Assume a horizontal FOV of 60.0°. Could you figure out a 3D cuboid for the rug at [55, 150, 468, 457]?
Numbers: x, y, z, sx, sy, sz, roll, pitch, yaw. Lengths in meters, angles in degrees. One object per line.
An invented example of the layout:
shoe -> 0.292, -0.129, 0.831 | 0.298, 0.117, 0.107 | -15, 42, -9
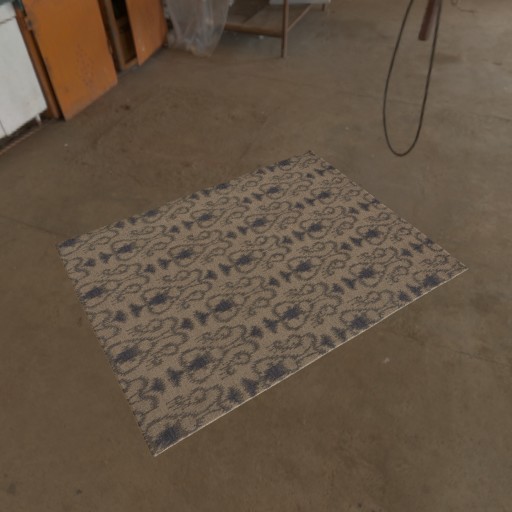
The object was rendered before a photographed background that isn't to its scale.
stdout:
rug -> 0.000, 0.000, 4.282 | 3.205, 0.015, 2.437 | -25, 50, -22
